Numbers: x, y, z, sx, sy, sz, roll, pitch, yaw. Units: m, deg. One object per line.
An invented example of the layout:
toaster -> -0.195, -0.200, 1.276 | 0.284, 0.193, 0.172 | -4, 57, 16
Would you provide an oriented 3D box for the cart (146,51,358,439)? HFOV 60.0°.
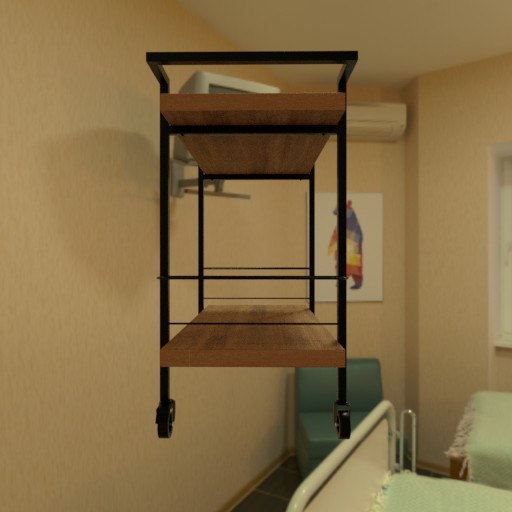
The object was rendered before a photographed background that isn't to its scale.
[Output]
cart -> 0.000, 0.000, 1.227 | 0.406, 0.762, 0.806 | 0, 0, 1
